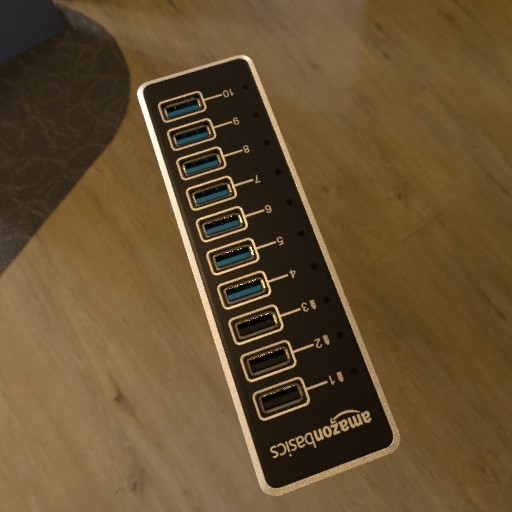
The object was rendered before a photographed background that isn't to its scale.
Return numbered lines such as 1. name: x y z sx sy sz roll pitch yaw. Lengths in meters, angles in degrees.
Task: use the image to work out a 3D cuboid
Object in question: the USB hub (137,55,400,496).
1. USB hub: 0.000 0.000 0.157 0.044 0.023 0.145 -18 77 -5
